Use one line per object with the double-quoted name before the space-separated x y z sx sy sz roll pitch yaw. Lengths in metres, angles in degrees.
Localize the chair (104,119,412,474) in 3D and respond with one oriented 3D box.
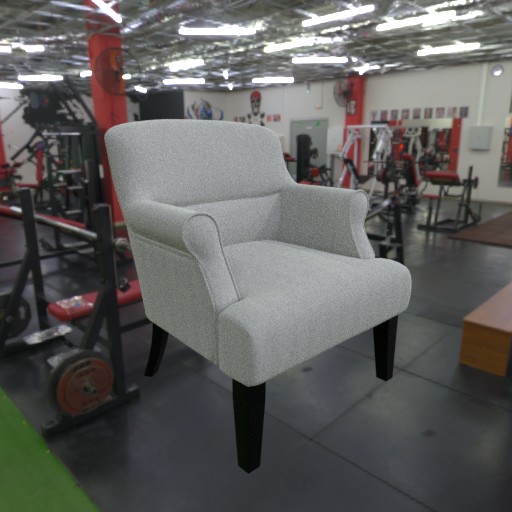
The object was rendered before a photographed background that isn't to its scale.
"chair" 0.000 0.000 1.462 0.781 0.875 0.750 -14 20 -41
